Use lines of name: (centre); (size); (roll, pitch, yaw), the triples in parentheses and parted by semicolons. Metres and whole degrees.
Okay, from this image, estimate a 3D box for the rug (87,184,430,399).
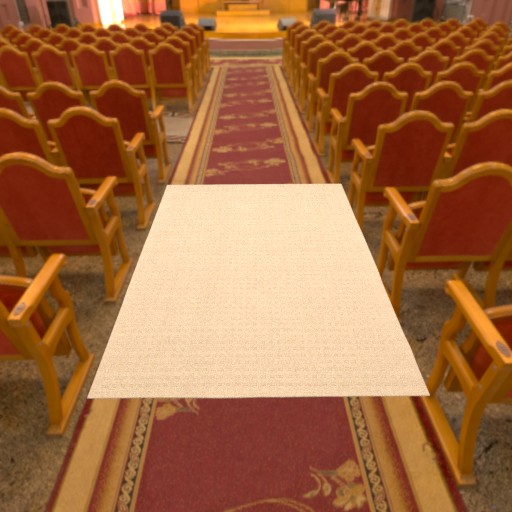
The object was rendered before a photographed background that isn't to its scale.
rug: (0.000, 0.000, 2.915); (1.523, 0.006, 2.289); (0, 33, -1)
